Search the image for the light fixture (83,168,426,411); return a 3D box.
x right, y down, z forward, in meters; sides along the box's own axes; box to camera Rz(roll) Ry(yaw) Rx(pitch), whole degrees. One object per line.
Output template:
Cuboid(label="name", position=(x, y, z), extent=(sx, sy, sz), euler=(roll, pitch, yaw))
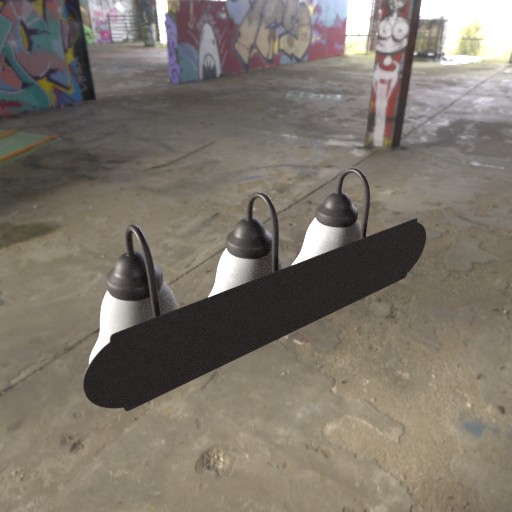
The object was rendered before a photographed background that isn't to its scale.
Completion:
Cuboid(label="light fixture", position=(0.000, 0.000, 0.703), extent=(0.610, 0.222, 0.199), euler=(-19, 35, -31))
